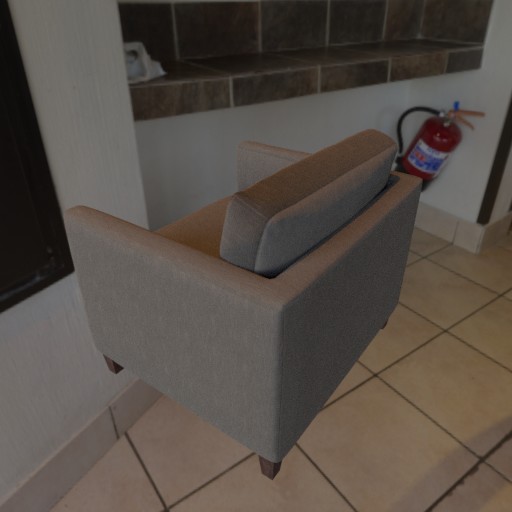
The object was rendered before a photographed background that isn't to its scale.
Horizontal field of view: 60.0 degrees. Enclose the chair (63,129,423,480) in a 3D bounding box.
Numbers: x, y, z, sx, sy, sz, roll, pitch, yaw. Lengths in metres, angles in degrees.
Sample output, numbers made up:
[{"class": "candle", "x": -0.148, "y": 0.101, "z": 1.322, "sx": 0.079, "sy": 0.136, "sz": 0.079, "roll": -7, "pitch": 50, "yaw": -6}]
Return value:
[{"class": "chair", "x": 0.000, "y": 0.000, "z": 1.816, "sx": 0.959, "sy": 0.963, "sz": 1.107, "roll": 20, "pitch": 37, "yaw": 30}]
